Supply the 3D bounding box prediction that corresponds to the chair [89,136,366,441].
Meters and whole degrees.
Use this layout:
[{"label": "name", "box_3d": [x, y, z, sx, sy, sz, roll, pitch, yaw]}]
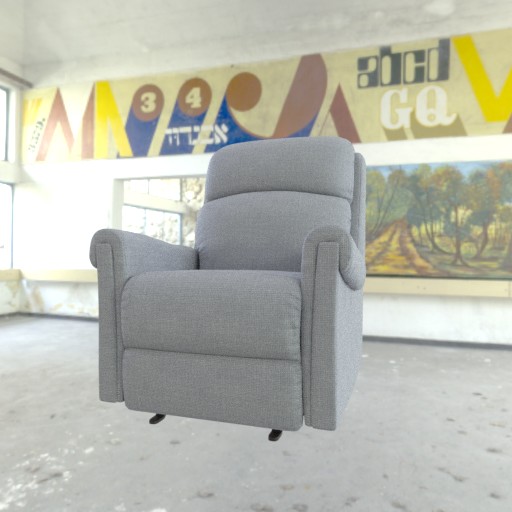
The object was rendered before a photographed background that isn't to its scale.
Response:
[{"label": "chair", "box_3d": [0.000, 0.000, 1.722, 0.838, 1.054, 1.014, 0, 1, 19]}]
